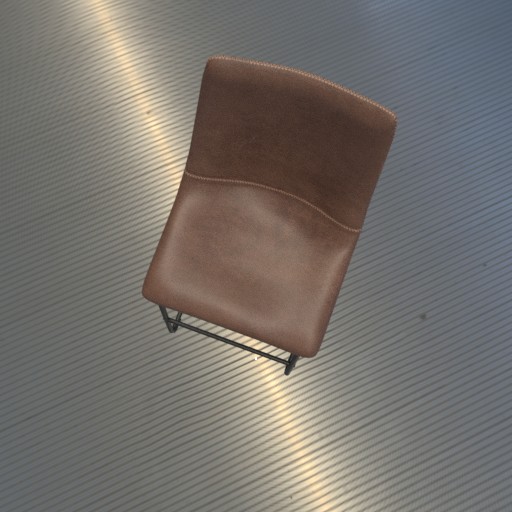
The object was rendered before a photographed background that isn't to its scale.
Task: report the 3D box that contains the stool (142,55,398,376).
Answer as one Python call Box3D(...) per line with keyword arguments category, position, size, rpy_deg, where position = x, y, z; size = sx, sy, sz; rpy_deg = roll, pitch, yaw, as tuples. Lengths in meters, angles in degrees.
Box3D(category="stool", position=(0.000, 0.000, 1.208), size=(0.460, 0.890, 0.550), rpy_deg=(19, 78, 4))
